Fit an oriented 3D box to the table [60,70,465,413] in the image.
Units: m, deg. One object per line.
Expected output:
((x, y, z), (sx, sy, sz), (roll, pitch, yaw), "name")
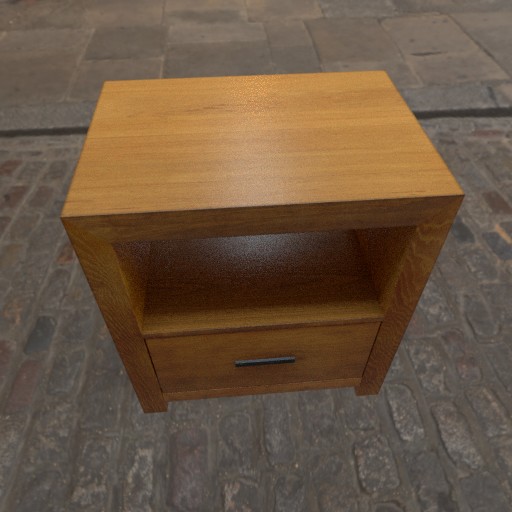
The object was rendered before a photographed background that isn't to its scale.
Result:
((0.000, 0.000, 0.948), (0.550, 0.605, 0.400), (-4, 47, -3), "table")
